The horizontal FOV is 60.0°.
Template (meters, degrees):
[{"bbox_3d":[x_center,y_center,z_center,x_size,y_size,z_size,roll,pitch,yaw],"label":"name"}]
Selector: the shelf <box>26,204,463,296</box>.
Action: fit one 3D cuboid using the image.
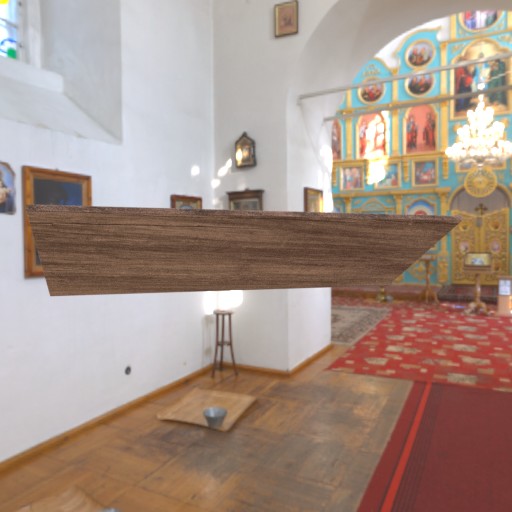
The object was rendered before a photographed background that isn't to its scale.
[{"bbox_3d":[0.000,0.000,0.690,0.610,0.125,0.200,0,1,-18],"label":"shelf"}]
